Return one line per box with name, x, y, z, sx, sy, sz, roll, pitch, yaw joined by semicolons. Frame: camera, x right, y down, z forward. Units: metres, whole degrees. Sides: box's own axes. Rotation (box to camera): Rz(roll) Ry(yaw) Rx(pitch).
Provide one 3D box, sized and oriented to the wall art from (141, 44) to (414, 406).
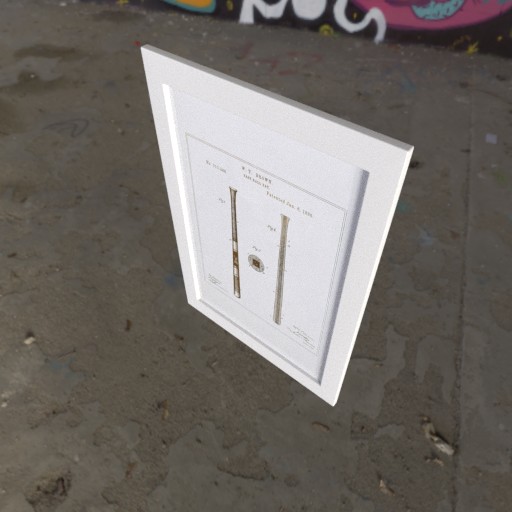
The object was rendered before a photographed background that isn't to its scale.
wall art;0.000;0.000;0.610;0.329;0.482;0.011;31;54;25
